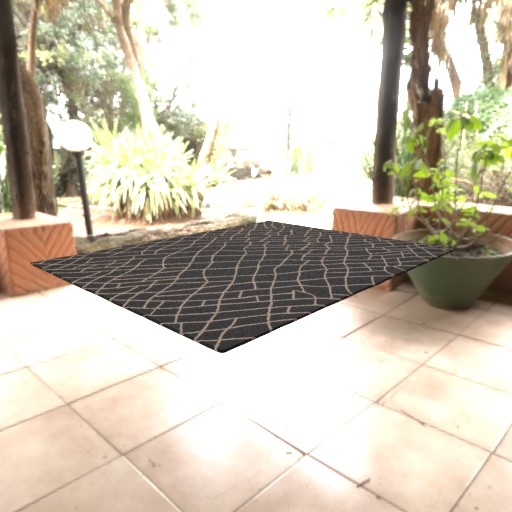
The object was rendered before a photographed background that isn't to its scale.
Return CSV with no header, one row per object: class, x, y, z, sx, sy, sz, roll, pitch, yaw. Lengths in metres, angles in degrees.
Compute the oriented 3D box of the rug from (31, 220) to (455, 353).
rug,0.000,0.000,4.031,2.439,0.022,3.047,13,19,42
